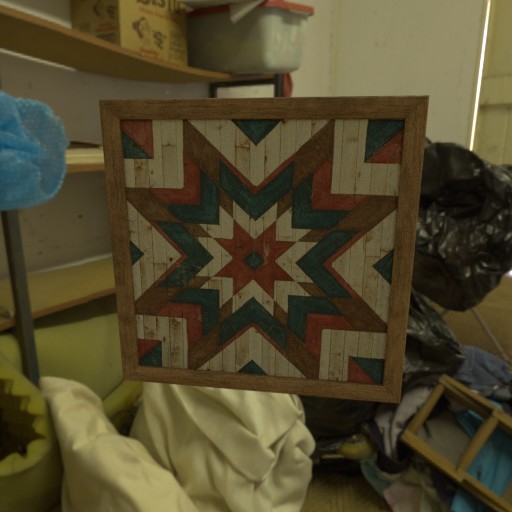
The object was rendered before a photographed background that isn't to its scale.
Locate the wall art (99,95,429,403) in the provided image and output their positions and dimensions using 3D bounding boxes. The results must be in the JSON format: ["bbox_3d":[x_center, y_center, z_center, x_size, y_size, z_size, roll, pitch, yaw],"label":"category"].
[{"bbox_3d":[0.000,0.000,1.026,0.695,0.691,0.029,2,15,8],"label":"wall art"}]
